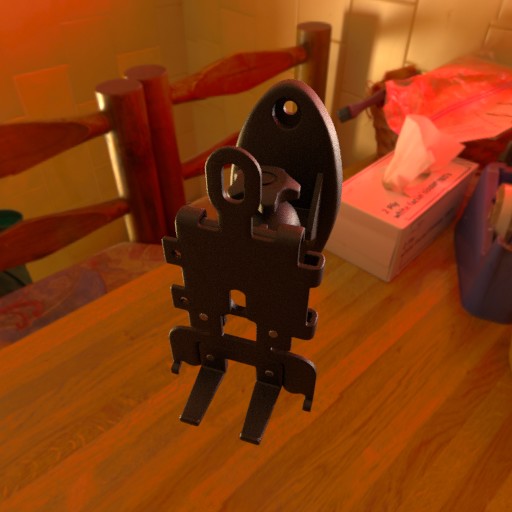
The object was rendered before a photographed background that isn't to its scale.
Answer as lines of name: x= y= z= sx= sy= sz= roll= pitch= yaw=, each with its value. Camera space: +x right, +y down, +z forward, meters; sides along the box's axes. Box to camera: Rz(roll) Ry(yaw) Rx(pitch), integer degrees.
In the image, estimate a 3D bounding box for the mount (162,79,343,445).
mount: x=0.000 y=0.000 z=0.179 sx=0.066 sy=0.118 sz=0.100 roll=12 pitch=42 yaw=13
